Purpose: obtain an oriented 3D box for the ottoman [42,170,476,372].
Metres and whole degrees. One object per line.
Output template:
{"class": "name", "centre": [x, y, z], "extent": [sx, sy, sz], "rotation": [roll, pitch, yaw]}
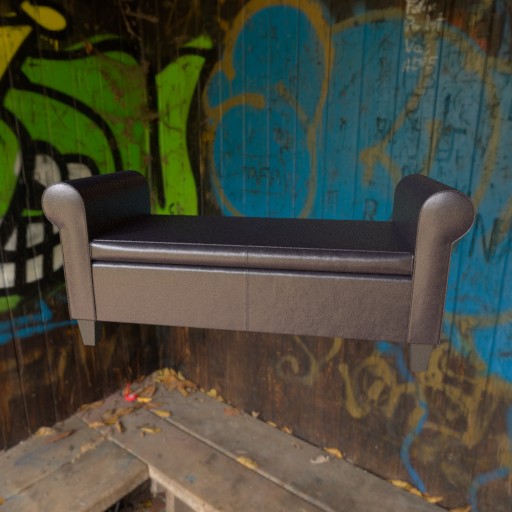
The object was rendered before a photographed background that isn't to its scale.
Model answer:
{"class": "ottoman", "centre": [0.000, 0.000, 1.556], "extent": [1.256, 0.547, 0.521], "rotation": [3, 15, 9]}
